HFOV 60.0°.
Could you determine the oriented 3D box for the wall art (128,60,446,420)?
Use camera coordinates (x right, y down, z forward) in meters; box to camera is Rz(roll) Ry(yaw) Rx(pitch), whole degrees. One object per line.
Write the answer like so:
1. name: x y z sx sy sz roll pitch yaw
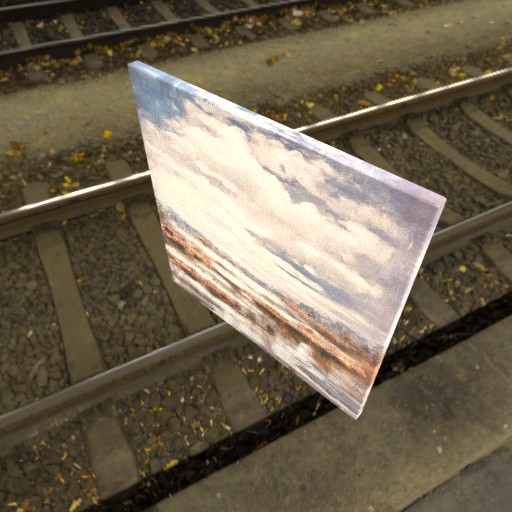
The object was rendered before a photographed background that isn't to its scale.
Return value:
1. wall art: 0.000 0.000 1.315 0.888 0.897 0.035 33 55 27
